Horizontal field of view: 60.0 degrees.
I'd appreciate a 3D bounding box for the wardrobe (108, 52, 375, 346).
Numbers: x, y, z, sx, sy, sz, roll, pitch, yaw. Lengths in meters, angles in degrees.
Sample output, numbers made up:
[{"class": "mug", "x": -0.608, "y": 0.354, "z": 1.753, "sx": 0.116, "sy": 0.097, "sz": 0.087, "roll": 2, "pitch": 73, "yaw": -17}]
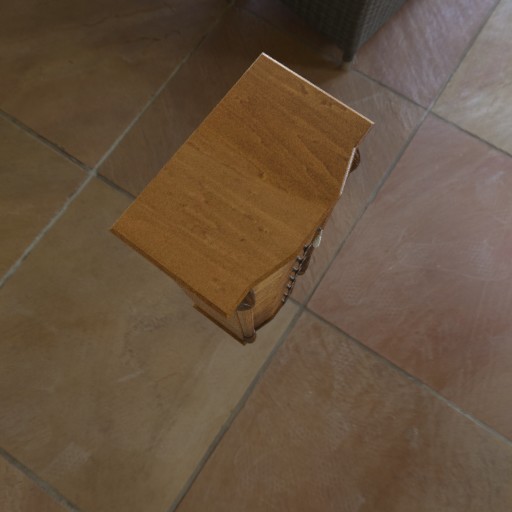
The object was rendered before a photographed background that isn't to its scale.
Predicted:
[{"class": "wardrobe", "x": 0.000, "y": 0.000, "z": 1.170, "sx": 0.273, "sy": 0.959, "sz": 0.406, "roll": 36, "pitch": 78, "yaw": 9}]
